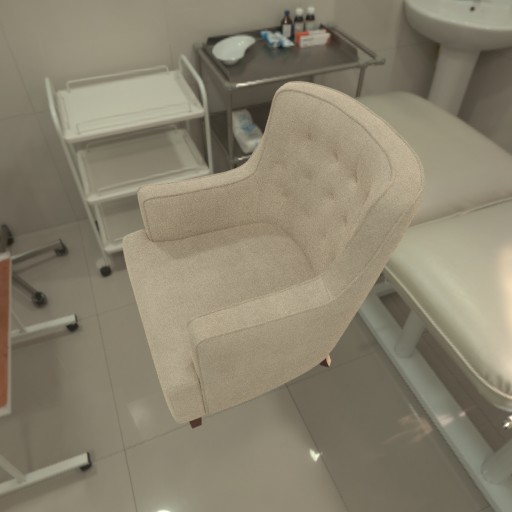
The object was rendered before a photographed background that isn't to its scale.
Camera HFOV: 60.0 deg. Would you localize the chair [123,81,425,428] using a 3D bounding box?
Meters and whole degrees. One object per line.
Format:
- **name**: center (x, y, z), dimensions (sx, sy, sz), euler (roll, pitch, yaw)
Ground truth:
- **chair**: center (0.000, 0.000, 1.635), dimensions (0.910, 0.920, 0.781), euler (-17, 49, -15)
